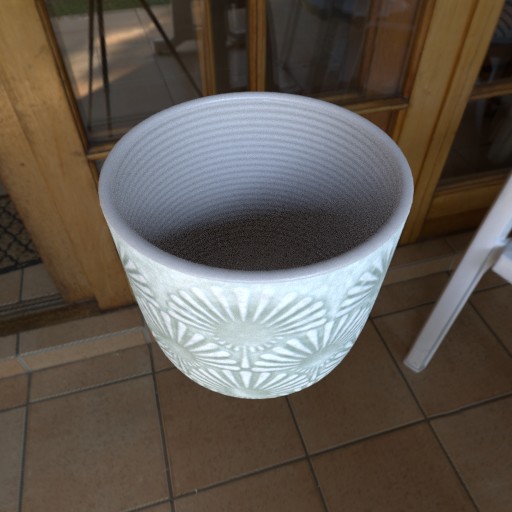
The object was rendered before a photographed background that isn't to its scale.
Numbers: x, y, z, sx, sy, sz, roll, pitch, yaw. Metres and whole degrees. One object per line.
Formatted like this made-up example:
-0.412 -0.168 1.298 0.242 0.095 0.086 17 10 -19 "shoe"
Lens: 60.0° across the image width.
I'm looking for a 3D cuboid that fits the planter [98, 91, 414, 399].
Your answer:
0.000 0.000 0.218 0.124 0.109 0.124 0 47 0 "planter"
